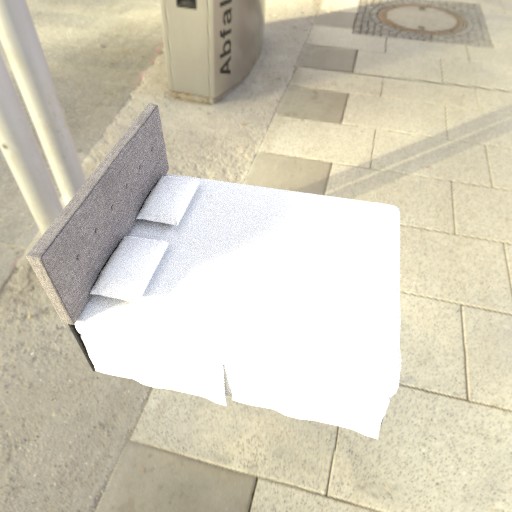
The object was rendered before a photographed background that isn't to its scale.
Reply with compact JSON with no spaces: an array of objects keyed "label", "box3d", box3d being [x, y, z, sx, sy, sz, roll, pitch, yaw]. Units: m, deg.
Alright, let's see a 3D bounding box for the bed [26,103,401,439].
[{"label":"bed","box3d":[0.000,0.000,2.974,1.958,1.168,1.621,9,47,9]}]
